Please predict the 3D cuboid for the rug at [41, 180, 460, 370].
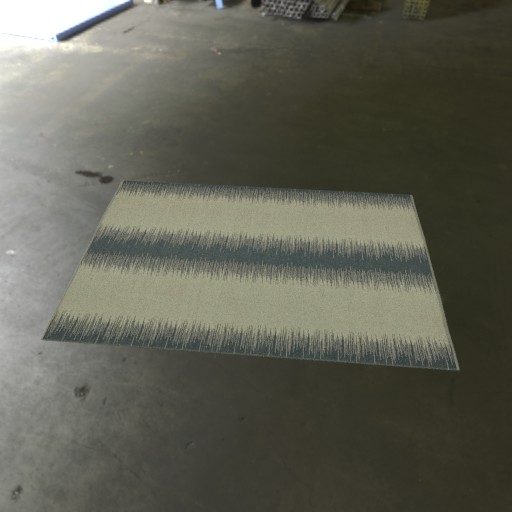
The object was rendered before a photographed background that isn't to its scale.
[{"bbox_3d":[0.000,0.000,2.375,1.854,0.006,1.234,3,45,3],"label":"rug"}]
